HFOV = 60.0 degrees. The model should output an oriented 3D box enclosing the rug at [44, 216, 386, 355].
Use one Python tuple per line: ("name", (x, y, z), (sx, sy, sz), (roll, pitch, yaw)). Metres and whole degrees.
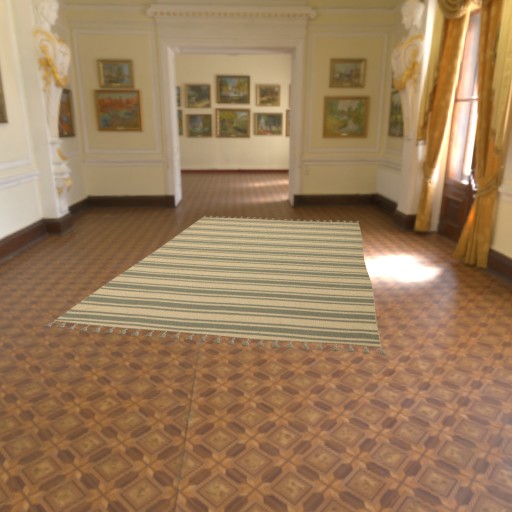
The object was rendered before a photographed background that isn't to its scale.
("rug", (0.000, 0.000, 2.495), (1.222, 0.009, 2.084), (3, 17, 10))
